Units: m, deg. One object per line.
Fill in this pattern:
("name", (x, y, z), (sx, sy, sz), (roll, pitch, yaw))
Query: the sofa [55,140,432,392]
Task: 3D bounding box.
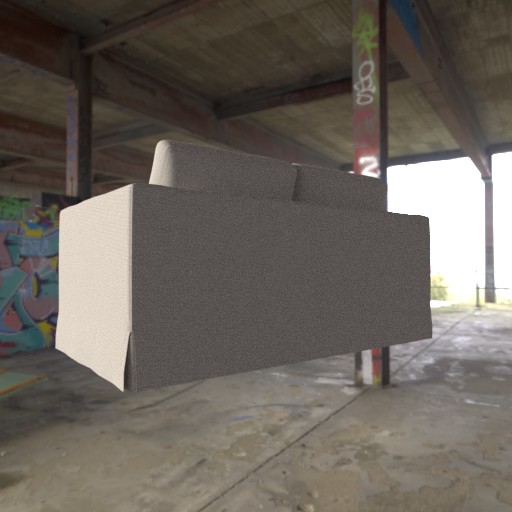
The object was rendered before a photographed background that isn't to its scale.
("sofa", (0.000, 0.000, 2.400), (1.813, 0.932, 1.009), (1, -1, -37))
